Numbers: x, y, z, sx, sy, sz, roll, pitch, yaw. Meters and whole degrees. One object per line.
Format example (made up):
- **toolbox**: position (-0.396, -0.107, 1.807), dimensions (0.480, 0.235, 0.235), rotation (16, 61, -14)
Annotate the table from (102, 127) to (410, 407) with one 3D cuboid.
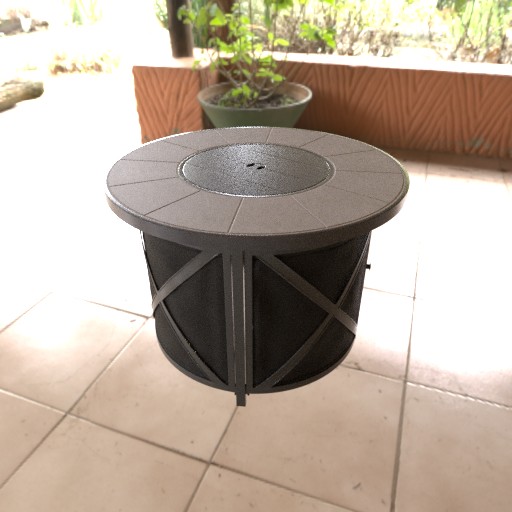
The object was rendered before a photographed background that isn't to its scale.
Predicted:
- **table**: position (0.000, 0.000, 1.542), dimensions (0.914, 0.650, 0.914), rotation (0, 31, 0)
